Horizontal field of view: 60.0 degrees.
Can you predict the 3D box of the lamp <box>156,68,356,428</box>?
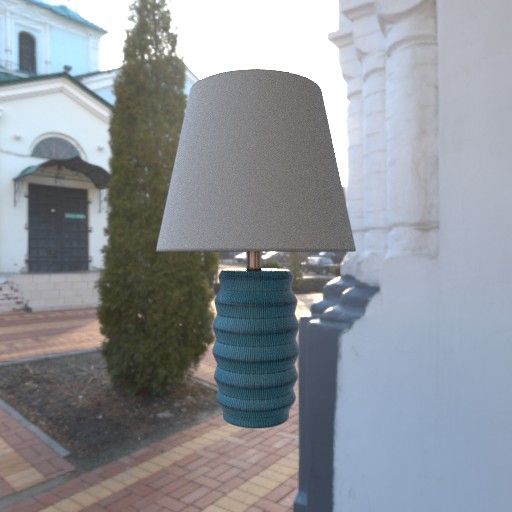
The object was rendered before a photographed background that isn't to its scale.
[{"bbox_3d":[0.000,0.000,0.806,0.355,0.582,0.355,0,0,0],"label":"lamp"}]
